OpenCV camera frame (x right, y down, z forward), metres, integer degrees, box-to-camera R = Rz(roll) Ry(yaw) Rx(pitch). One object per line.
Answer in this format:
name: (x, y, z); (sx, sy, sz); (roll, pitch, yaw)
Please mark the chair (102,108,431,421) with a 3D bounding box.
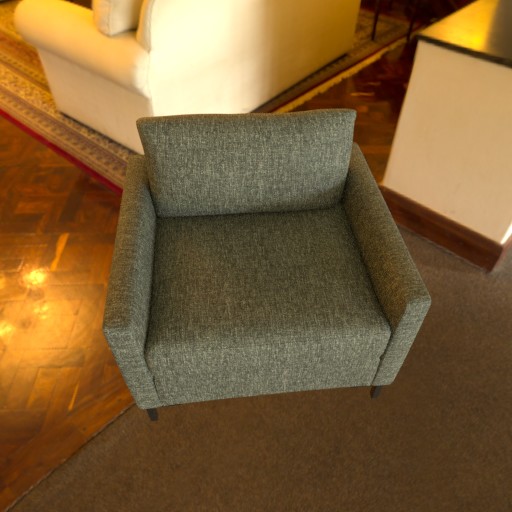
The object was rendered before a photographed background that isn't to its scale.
chair: (0.000, 0.000, 1.650); (0.963, 0.861, 0.866); (-4, 47, -4)
